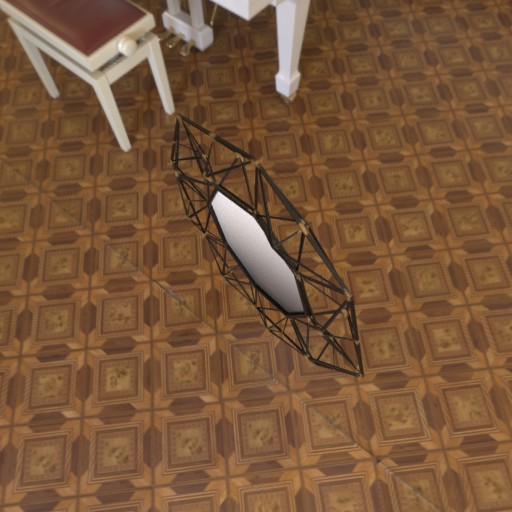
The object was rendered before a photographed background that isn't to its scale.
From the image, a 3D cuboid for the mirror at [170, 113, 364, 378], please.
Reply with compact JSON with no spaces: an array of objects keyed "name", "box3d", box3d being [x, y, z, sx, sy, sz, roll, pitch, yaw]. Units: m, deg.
[{"name":"mirror","box3d":[0.000,0.000,1.035,0.094,0.710,0.710,-36,69,-16]}]
